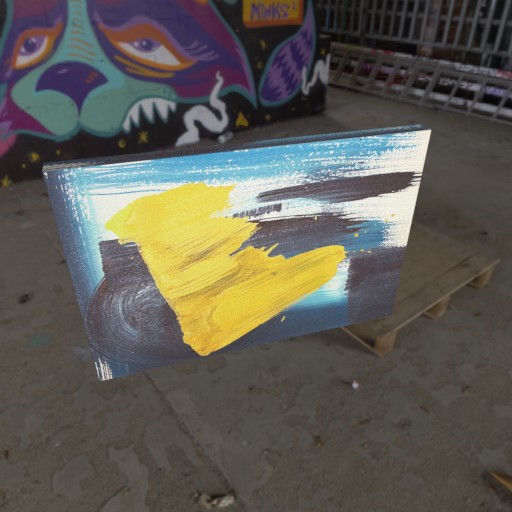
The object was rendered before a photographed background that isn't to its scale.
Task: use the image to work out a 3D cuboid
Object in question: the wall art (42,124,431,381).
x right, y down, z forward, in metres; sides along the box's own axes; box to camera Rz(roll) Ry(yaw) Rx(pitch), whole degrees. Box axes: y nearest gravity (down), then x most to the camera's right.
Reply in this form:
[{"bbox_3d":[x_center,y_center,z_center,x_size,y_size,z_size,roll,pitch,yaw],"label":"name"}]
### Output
[{"bbox_3d":[0.000,0.000,0.790,0.609,0.406,0.033,-10,34,-15],"label":"wall art"}]
